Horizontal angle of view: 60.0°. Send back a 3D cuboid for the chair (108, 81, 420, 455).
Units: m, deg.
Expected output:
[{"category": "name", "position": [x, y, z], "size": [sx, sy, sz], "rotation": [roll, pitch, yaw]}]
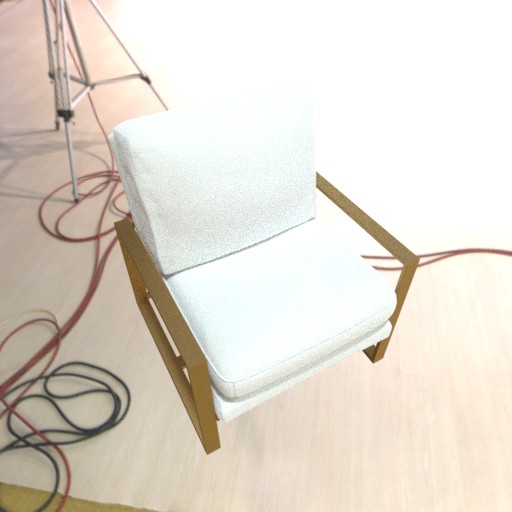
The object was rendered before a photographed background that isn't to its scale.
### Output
[{"category": "chair", "position": [0.000, 0.000, 1.577], "size": [0.805, 0.966, 0.813], "rotation": [-22, 50, -20]}]
